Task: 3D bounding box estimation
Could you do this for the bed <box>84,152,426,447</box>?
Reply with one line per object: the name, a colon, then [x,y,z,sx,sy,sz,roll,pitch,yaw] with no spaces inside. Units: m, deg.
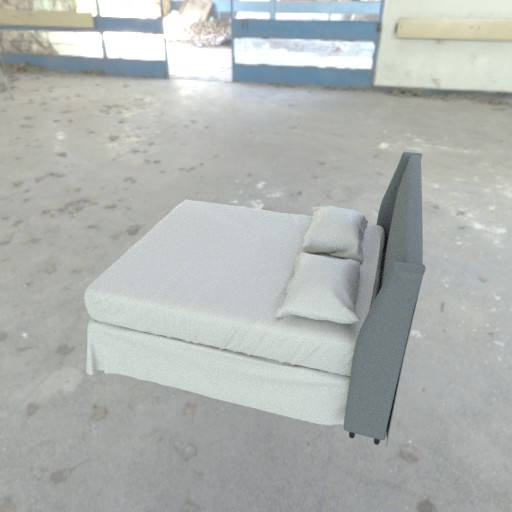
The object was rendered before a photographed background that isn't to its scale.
bed: [0.000,0.000,3.467,2.276,1.332,1.925,9,32,15]
